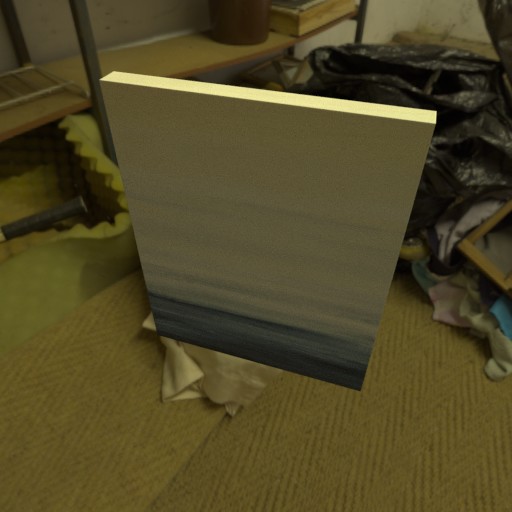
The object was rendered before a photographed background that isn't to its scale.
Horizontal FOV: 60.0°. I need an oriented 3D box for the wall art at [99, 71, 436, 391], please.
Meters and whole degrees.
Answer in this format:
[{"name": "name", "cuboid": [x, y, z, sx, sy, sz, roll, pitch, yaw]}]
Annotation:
[{"name": "wall art", "cuboid": [0.000, 0.000, 0.829, 0.489, 0.608, 0.040, 12, 43, 14]}]
